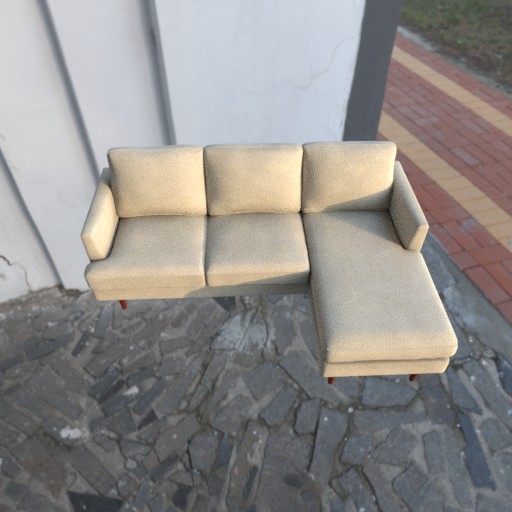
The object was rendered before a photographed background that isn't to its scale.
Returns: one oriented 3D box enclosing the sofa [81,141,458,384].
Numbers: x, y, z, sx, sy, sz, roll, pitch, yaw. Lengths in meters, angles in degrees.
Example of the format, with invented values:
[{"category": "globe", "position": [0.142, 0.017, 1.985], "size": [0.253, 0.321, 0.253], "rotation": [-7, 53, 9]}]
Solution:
[{"category": "sofa", "position": [0.000, 0.000, 2.951], "size": [2.233, 0.956, 1.504], "rotation": [-2, 46, -2]}]
